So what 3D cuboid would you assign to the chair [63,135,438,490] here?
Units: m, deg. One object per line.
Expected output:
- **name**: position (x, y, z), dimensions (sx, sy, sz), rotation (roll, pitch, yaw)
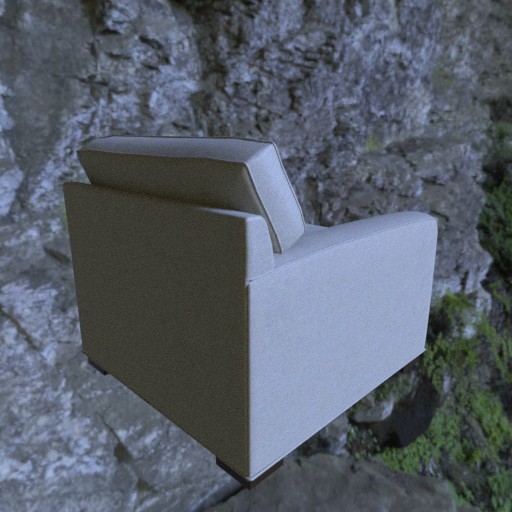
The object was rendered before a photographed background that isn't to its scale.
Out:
- **chair**: position (0.000, 0.000, 1.728), dimensions (0.998, 0.913, 1.043), rotation (15, 22, 43)
